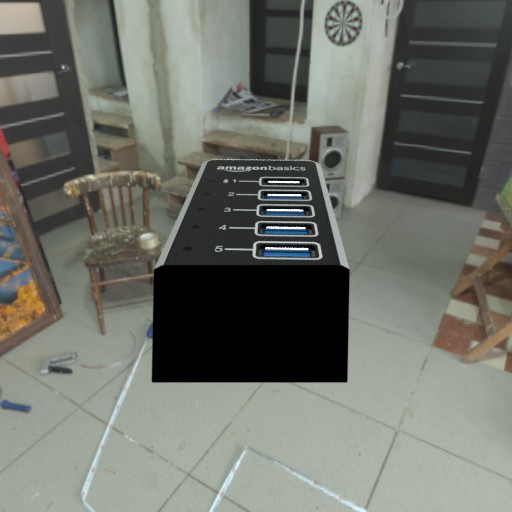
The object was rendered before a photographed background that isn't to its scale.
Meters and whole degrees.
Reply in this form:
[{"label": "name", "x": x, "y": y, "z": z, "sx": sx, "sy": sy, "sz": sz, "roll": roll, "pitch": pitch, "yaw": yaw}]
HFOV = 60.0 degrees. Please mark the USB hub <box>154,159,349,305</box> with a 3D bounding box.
[{"label": "USB hub", "x": 0.000, "y": 0.000, "z": 0.127, "sx": 0.044, "sy": 0.023, "sz": 0.110, "roll": 1, "pitch": 30, "yaw": 2}]
